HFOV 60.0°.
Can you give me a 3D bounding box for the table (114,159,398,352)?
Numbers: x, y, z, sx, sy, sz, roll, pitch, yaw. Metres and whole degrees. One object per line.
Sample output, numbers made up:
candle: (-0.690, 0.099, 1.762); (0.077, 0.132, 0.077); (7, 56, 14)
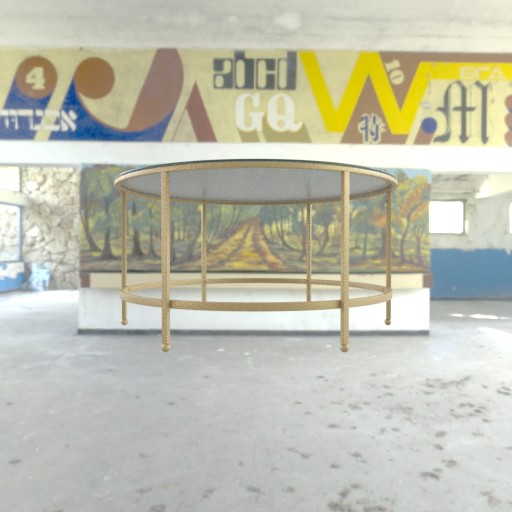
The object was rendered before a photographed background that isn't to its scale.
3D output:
table: (0.000, 0.000, 1.496); (0.914, 0.470, 0.914); (0, 1, 0)
